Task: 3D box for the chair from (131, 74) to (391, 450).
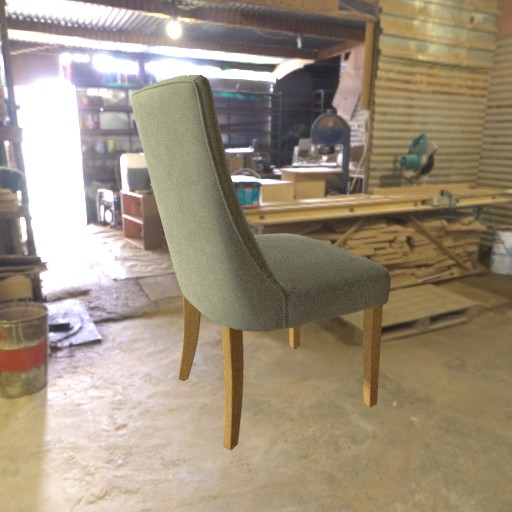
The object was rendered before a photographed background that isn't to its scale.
[{"bbox_3d":[0.000,0.000,1.274,0.610,0.902,0.495,-8,17,-27],"label":"chair"}]
